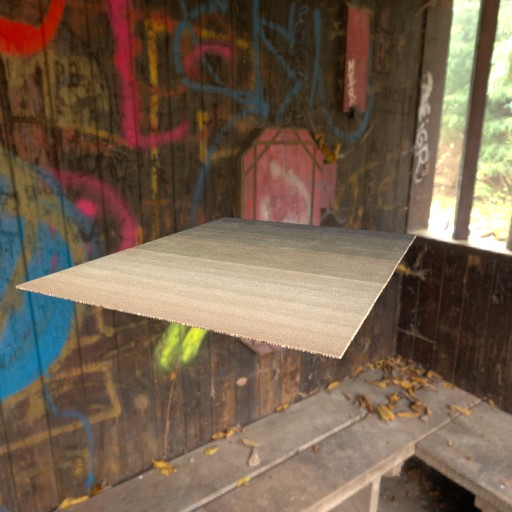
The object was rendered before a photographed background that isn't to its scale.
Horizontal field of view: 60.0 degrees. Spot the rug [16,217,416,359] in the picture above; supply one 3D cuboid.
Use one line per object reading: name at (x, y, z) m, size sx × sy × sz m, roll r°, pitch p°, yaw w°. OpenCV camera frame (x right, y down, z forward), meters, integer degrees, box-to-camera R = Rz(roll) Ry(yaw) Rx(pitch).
rug at (0.000, 0.000, 3.860) m, size 2.315 × 0.015 × 2.932 m, roll 7°, pitch 17°, yaw 25°
